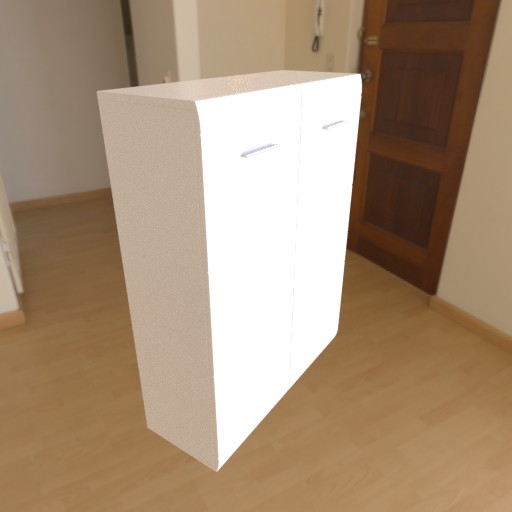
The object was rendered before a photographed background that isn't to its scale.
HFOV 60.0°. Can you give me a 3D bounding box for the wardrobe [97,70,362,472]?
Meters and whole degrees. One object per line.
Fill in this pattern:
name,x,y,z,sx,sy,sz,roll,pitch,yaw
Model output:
wardrobe,0.000,0.000,1.629,0.360,1.200,0.900,17,31,31
